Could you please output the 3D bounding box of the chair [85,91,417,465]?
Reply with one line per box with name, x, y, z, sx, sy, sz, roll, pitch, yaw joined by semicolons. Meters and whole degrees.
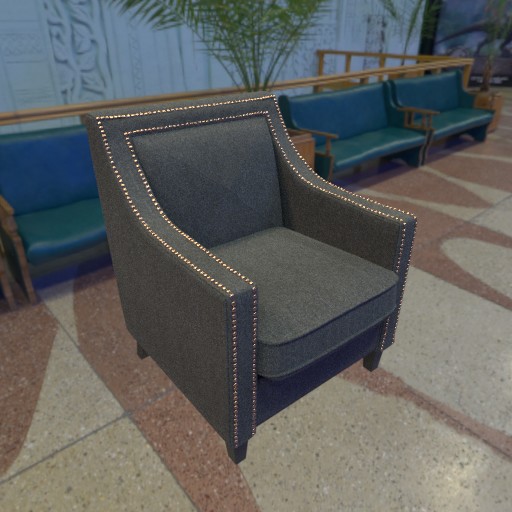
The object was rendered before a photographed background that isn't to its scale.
chair;0.000;0.000;1.580;0.776;0.967;0.884;-21;34;-33
